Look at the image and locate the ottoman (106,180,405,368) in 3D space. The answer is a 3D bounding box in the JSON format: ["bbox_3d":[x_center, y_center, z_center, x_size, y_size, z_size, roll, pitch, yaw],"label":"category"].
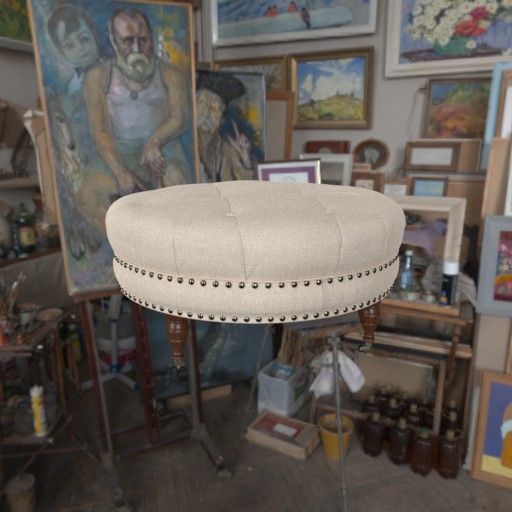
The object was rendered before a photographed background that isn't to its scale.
[{"bbox_3d":[0.000,0.000,1.494,0.940,0.483,0.940,0,15,0],"label":"ottoman"}]
